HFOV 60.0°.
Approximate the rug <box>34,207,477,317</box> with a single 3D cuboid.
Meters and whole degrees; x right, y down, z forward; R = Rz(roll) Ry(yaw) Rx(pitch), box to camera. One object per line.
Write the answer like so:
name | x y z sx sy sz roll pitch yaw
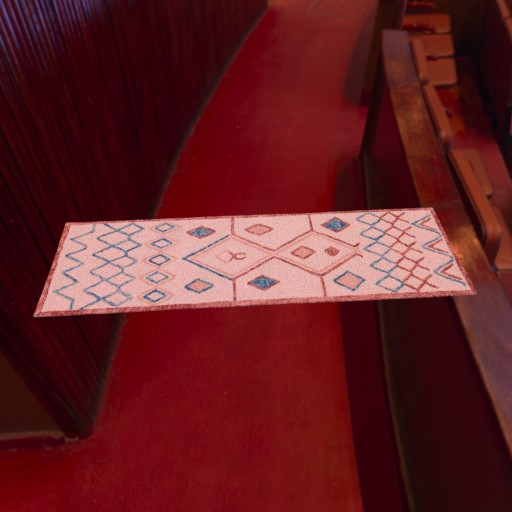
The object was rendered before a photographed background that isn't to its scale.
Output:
rug | 0.000 0.000 2.683 2.435 0.011 0.750 -3 46 -3
